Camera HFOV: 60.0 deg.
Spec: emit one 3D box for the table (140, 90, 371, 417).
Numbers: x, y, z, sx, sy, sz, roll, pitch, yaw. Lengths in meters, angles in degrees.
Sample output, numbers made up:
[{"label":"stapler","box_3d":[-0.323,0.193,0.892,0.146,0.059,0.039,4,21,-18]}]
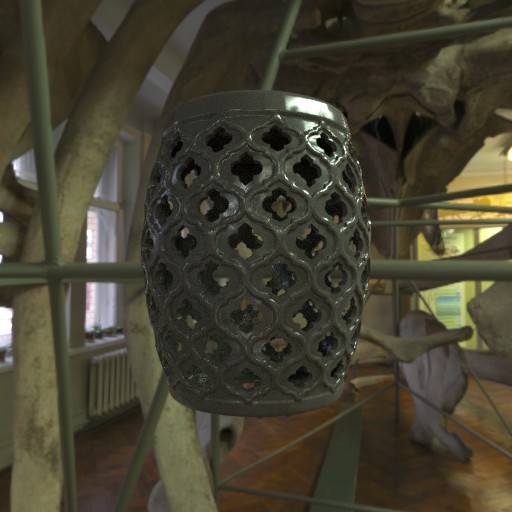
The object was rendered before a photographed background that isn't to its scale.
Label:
[{"label":"table","box_3d":[0.000,0.000,0.644,0.325,0.388,0.325,0,-2,0]}]
